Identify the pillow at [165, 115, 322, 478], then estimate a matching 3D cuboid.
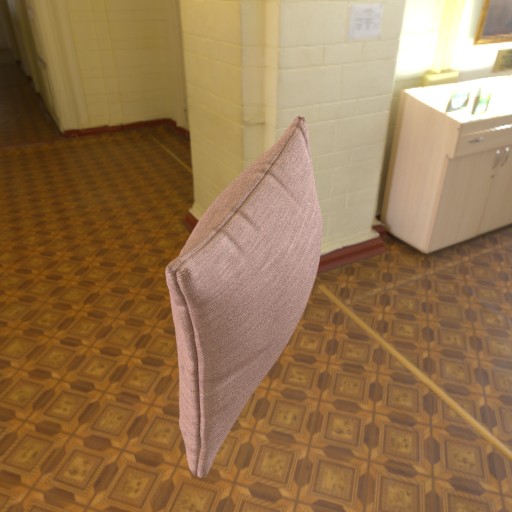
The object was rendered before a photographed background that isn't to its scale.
[{"bbox_3d":[0.000,0.000,0.774,0.210,0.338,0.633,9,33,14],"label":"pillow"}]
